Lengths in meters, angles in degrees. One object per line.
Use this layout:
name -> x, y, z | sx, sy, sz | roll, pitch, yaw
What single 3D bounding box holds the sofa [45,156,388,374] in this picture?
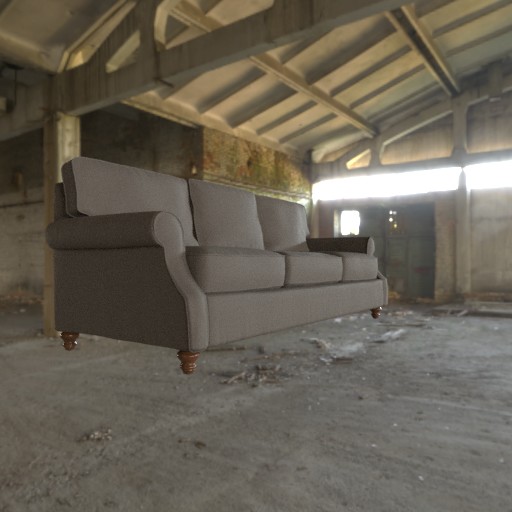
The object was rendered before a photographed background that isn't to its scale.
sofa -> 0.000, 0.000, 2.798 | 0.966, 0.948, 2.353 | -1, -1, 35
